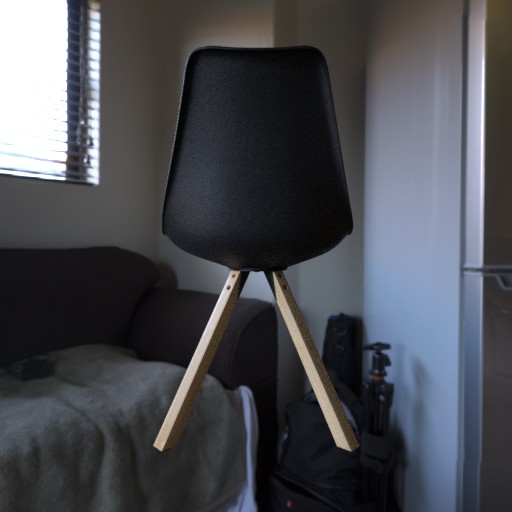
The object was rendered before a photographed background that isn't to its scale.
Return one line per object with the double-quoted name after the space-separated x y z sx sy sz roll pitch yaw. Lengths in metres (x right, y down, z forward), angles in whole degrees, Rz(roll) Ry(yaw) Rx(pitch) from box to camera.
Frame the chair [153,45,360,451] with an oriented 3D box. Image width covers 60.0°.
0.000 0.000 1.145 0.485 0.850 0.549 0 2 0 "chair"
